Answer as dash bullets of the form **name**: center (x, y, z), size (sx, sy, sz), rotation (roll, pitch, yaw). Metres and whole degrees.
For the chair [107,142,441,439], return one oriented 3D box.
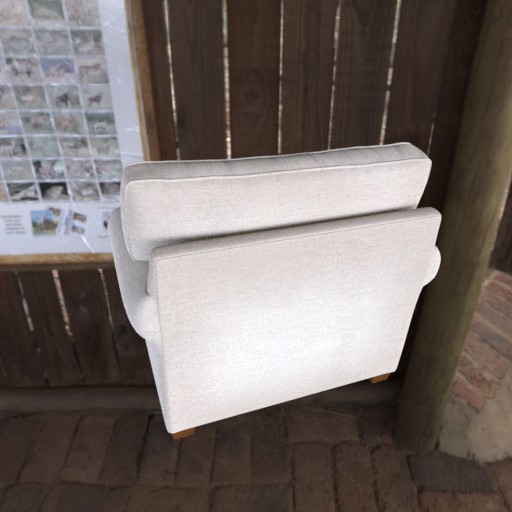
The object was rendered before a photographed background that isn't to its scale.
- **chair**: center (0.000, 0.000, 1.795), size (1.092, 0.961, 0.965), rotation (-9, 28, -18)
